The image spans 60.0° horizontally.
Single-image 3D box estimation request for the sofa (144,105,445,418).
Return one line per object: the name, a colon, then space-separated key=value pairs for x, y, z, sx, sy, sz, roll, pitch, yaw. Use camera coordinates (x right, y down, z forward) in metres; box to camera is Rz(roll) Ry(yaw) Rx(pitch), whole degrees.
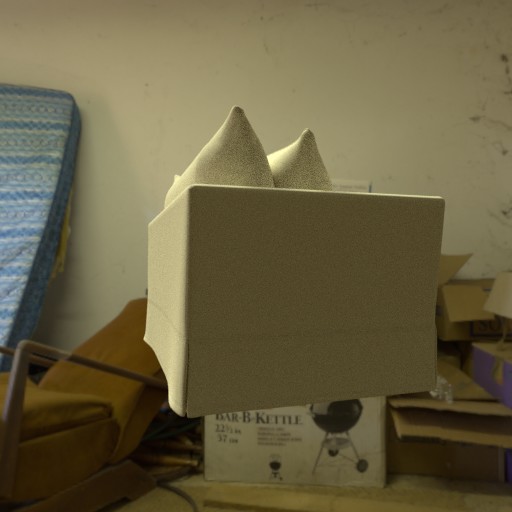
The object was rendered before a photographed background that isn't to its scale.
sofa: x=0.000 y=0.000 z=2.262 sx=1.026 sy=1.039 sz=1.608 roll=0 pitch=-1 yaw=-18
